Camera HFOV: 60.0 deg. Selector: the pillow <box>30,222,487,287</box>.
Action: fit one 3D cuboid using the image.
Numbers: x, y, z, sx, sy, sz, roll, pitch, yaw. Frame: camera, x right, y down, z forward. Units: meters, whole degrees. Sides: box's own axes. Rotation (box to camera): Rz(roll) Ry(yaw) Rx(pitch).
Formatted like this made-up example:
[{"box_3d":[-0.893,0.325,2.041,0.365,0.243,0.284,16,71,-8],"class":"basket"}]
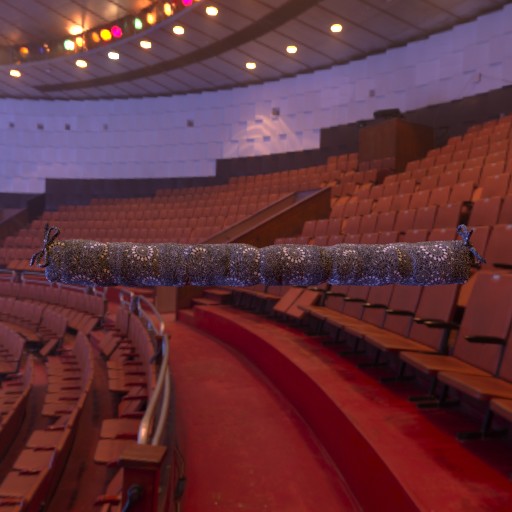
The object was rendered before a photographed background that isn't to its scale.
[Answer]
[{"box_3d":[0.000,0.000,1.337,1.194,0.174,0.511,0,0,-1],"class":"pillow"}]
